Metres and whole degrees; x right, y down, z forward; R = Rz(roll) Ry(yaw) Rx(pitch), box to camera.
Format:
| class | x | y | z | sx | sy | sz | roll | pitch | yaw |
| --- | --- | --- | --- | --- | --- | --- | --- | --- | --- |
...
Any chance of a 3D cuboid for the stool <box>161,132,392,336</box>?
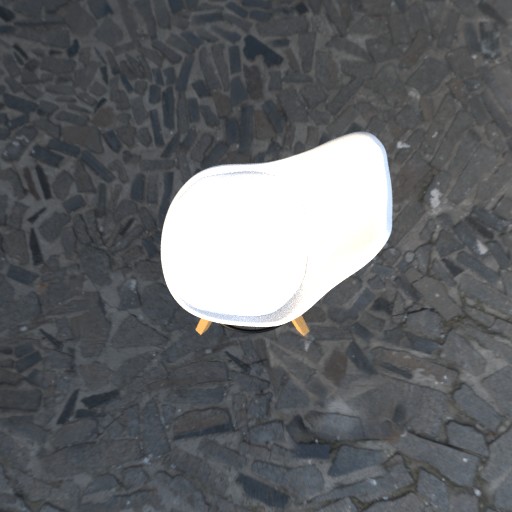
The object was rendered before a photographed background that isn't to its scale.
| class | x | y | z | sx | sy | sz | roll | pitch | yaw |
| --- | --- | --- | --- | --- | --- | --- | --- | --- | --- |
| stool | 0.000 | 0.000 | 1.424 | 0.549 | 1.115 | 0.482 | 1 | 76 | 0 |
